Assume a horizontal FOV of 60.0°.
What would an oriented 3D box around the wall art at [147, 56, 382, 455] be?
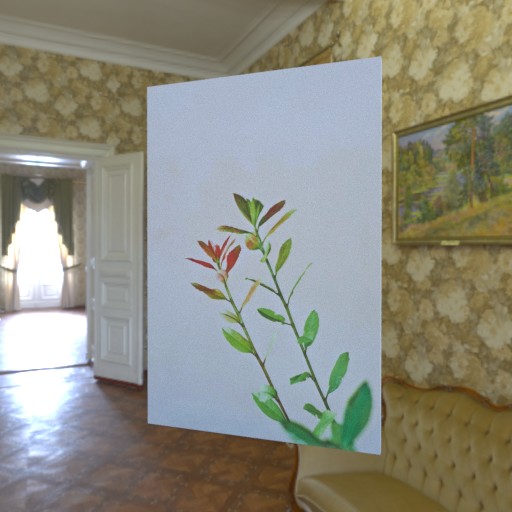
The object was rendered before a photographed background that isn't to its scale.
[{"bbox_3d":[0.000,0.000,1.406,0.764,1.143,0.038,0,0,18],"label":"wall art"}]
